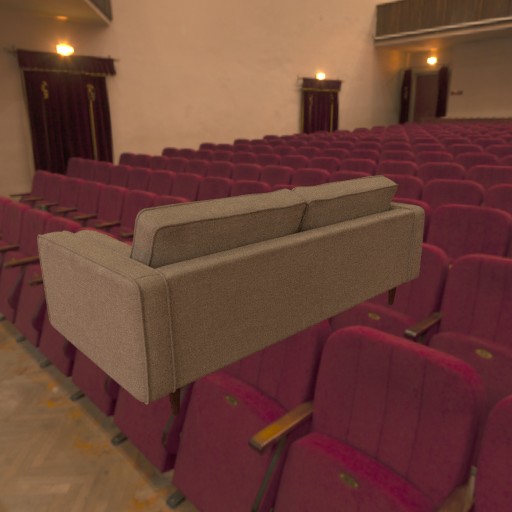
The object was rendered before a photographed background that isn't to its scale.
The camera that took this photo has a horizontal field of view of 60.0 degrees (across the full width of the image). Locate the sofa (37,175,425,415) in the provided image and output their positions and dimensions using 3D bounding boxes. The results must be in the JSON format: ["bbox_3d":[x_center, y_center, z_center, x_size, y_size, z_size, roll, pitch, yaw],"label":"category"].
[{"bbox_3d":[0.000,0.000,2.314,1.879,0.762,0.914,-15,22,-41],"label":"sofa"}]
